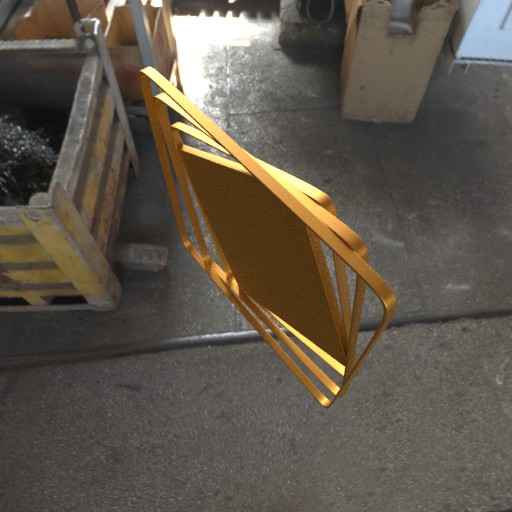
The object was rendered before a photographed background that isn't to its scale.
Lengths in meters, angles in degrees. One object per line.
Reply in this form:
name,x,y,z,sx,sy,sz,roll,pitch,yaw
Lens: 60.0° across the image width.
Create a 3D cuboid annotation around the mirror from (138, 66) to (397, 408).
mirror,0.000,0.000,0.710,0.045,0.468,0.470,-35,65,-19
